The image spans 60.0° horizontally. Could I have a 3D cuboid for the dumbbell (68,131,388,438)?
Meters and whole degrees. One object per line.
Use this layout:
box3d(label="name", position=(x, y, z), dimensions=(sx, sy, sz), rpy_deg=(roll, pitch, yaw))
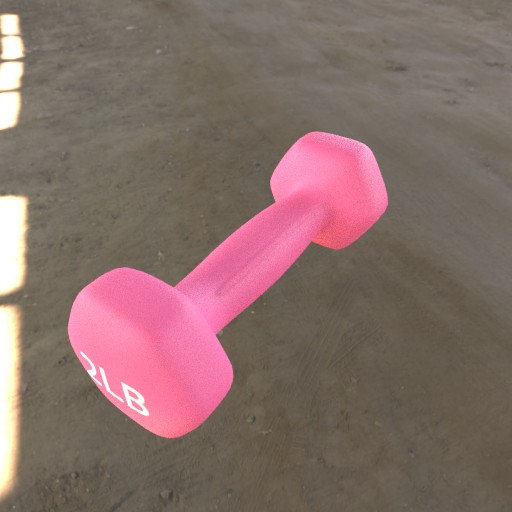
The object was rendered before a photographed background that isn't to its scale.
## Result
box3d(label="dumbbell", position=(0.000, 0.000, 0.175), dimensions=(0.058, 0.053, 0.146), rpy_deg=(25, 46, 27))
